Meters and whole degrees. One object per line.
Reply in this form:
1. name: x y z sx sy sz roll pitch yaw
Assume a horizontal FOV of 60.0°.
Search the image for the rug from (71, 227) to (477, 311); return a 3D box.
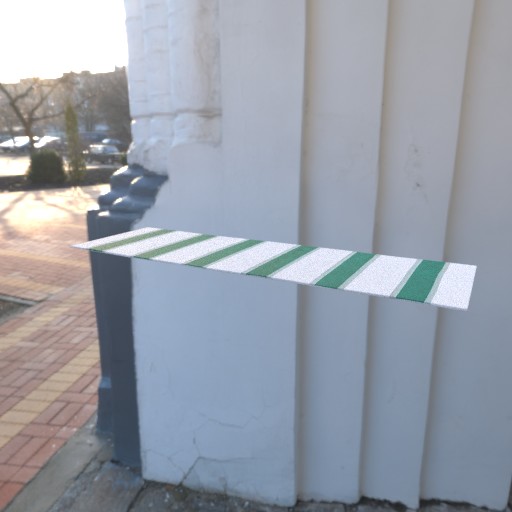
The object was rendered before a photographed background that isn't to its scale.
1. rug: 0.000 0.000 2.749 2.438 0.012 0.768 8 16 27
